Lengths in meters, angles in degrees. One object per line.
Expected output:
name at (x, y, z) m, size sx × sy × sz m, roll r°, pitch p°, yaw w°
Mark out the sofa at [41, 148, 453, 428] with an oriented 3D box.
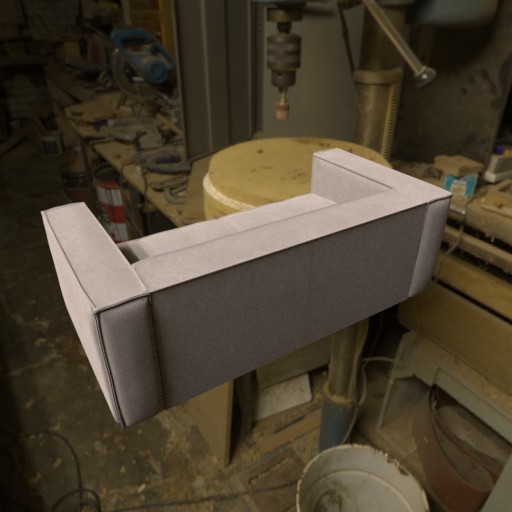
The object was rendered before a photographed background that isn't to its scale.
sofa at (0.000, 0.000, 2.500) m, size 1.995 × 0.680 × 1.038 m, roll -18°, pitch 35°, yaw -27°
